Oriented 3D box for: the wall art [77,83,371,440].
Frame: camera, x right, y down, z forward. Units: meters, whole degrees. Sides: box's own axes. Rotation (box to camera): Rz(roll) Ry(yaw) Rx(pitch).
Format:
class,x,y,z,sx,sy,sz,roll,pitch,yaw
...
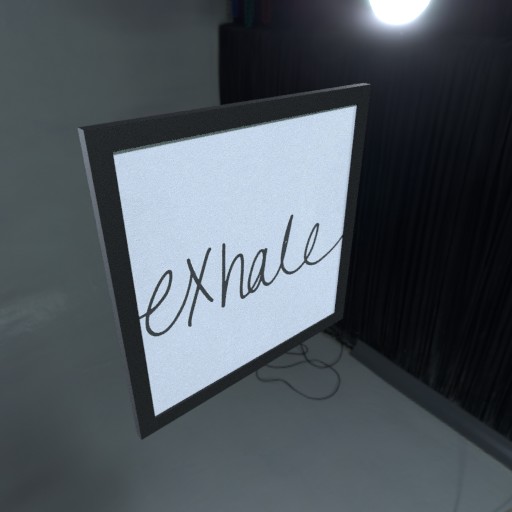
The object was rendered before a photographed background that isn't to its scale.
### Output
class,x,y,z,sx,sy,sz,roll,pitch,yaw
wall art,0.000,0.000,0.532,0.358,0.357,0.012,-23,37,-34
